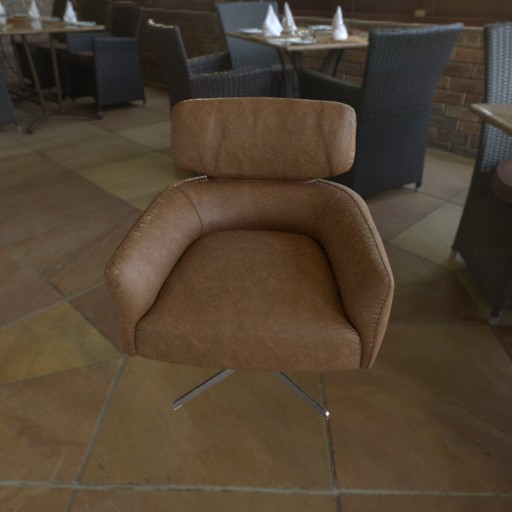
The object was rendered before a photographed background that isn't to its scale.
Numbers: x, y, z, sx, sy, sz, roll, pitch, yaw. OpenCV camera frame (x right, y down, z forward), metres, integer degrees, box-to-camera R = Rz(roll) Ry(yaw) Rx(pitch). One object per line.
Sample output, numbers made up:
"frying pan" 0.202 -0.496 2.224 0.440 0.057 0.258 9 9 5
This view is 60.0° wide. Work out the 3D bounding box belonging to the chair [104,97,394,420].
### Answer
"chair" 0.000 0.000 1.365 0.706 0.812 0.715 2 32 4
